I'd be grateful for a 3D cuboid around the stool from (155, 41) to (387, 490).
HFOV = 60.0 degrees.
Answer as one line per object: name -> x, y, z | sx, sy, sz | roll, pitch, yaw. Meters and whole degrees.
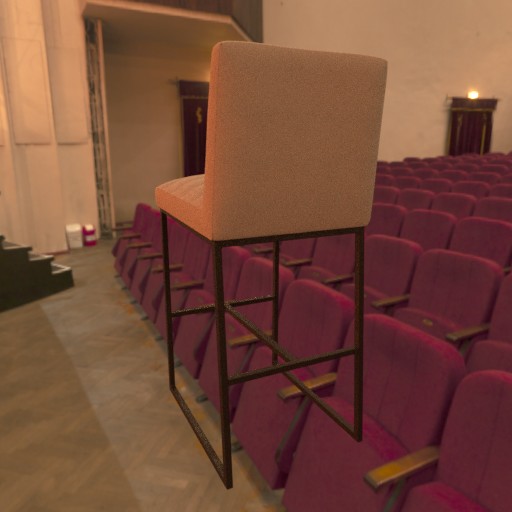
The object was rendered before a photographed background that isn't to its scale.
stool -> 0.000, 0.000, 1.335 | 0.464, 1.061, 0.573 | -7, 16, -25
